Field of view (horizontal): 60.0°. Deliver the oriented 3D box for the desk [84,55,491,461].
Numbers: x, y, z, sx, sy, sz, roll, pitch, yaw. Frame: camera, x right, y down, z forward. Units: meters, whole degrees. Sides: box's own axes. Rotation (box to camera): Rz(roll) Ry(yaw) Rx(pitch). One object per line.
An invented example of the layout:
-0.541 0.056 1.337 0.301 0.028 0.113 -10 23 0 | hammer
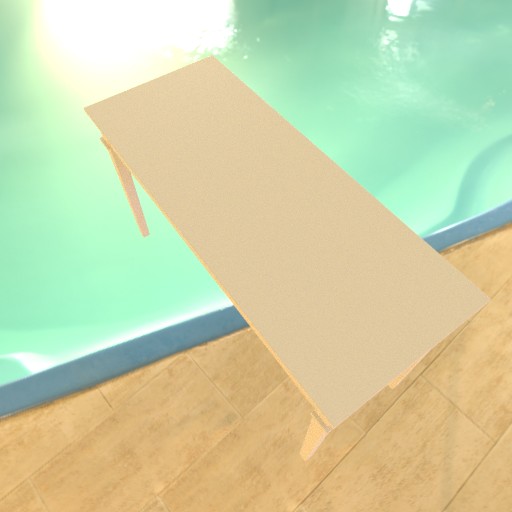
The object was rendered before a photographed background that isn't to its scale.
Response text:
0.000 0.000 1.722 0.559 0.774 1.372 -31 62 -19 | desk
